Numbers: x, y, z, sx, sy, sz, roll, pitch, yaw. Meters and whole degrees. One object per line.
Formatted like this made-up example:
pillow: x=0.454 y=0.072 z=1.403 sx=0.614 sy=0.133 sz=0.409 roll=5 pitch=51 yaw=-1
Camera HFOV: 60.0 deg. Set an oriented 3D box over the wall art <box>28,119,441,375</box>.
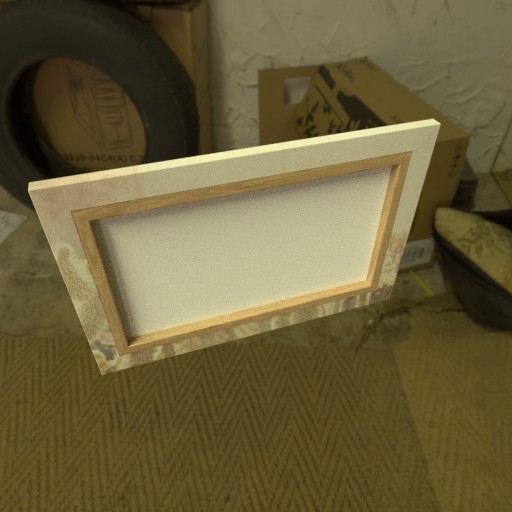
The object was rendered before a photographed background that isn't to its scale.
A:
wall art: x=0.000 y=0.000 z=1.441 sx=1.142 sy=0.758 sz=0.041 roll=-12 pitch=43 yaw=-14
